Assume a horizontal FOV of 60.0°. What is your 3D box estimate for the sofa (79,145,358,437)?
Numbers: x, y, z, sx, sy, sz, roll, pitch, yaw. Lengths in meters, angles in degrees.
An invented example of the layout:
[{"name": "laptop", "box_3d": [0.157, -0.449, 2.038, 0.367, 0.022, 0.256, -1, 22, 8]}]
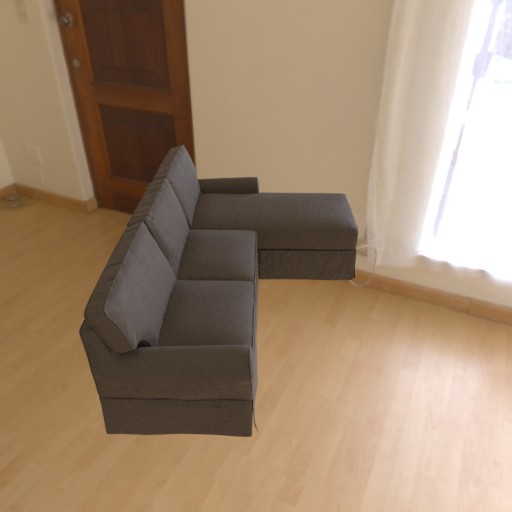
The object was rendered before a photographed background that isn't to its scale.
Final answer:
[{"name": "sofa", "box_3d": [0.000, 0.000, 3.346, 1.733, 0.978, 2.475, 1, 33, 1]}]
